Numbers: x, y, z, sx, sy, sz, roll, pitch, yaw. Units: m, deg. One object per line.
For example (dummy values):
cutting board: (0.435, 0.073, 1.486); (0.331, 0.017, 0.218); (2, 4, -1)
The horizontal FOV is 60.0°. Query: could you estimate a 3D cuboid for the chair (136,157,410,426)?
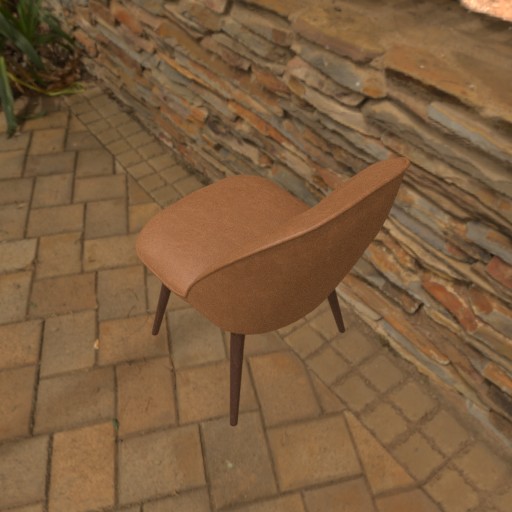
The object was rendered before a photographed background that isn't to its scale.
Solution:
chair: (0.000, 0.000, 1.237); (0.521, 0.831, 0.631); (-33, 55, -27)
